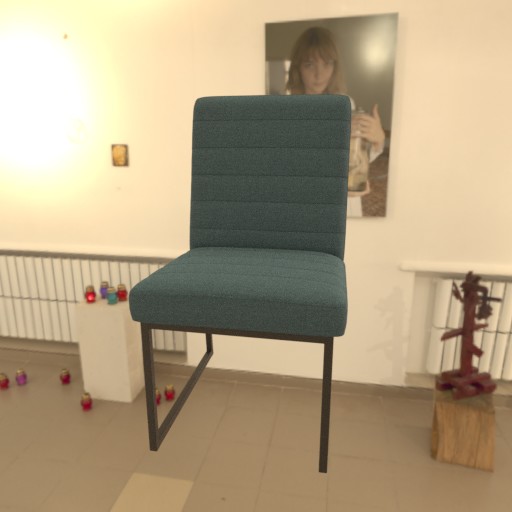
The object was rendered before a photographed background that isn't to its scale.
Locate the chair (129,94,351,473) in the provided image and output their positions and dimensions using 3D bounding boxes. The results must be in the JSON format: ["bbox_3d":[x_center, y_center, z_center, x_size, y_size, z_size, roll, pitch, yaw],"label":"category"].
[{"bbox_3d":[0.000,0.000,1.294,0.520,0.930,0.634,3,15,10],"label":"chair"}]
